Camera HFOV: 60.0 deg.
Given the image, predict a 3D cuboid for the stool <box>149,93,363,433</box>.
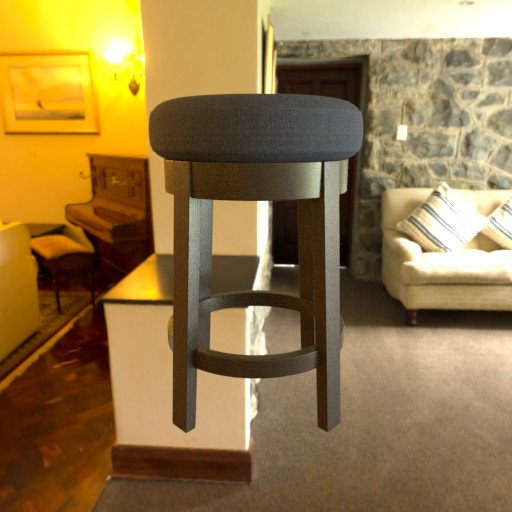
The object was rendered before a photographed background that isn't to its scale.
[{"bbox_3d":[0.000,0.000,0.978,0.449,0.655,0.449,0,15,0],"label":"stool"}]
